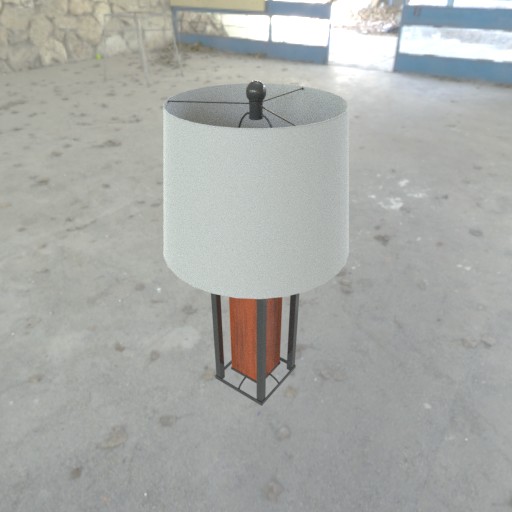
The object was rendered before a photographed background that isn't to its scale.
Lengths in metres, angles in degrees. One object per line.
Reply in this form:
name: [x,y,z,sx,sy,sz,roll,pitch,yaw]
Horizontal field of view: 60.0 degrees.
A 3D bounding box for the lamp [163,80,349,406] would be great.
lamp: [0.000,0.000,0.789,0.320,0.591,0.320,0,32,0]
